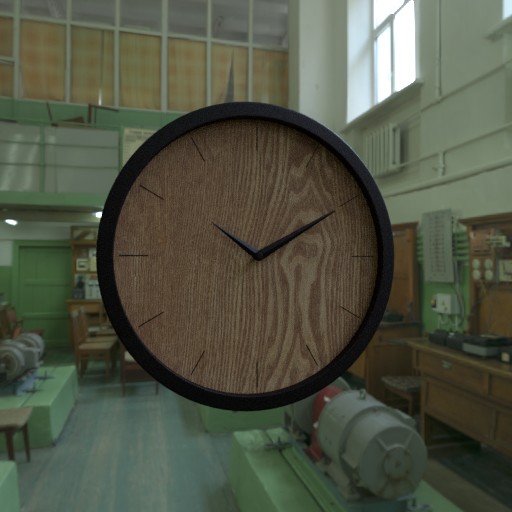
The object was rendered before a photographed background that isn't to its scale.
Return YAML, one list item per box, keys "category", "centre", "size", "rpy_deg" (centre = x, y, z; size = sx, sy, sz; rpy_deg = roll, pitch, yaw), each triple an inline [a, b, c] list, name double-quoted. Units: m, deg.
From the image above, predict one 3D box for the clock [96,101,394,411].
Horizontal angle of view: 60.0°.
- category: "clock"
  centre: [0.000, 0.000, 0.463]
  size: [0.314, 0.314, 0.029]
  rpy_deg: [0, -1, -16]
